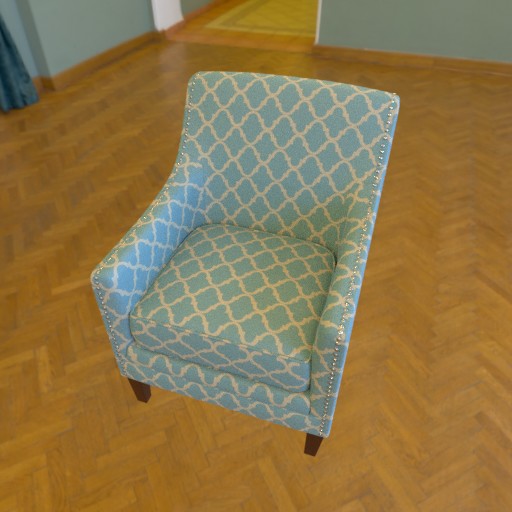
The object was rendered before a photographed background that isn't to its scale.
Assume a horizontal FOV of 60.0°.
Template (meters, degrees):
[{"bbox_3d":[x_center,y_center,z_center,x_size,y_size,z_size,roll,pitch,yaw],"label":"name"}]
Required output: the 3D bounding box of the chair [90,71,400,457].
[{"bbox_3d":[0.000,0.000,1.290,0.617,0.817,0.686,12,42,14],"label":"chair"}]
